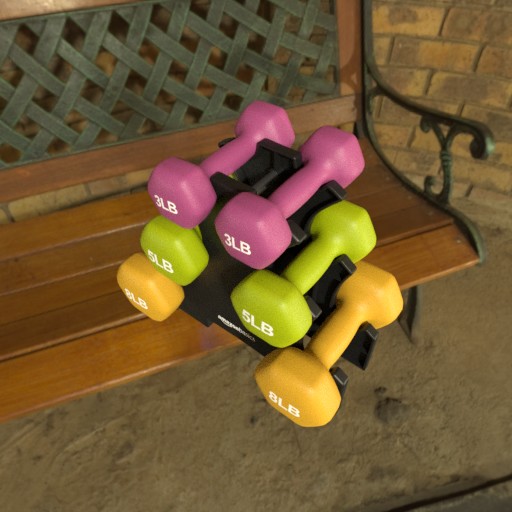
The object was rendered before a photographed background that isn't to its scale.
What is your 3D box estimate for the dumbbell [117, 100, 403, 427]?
[{"bbox_3d":[0.000,0.000,0.478,0.300,0.271,0.190,29,53,25],"label":"dumbbell"}]
